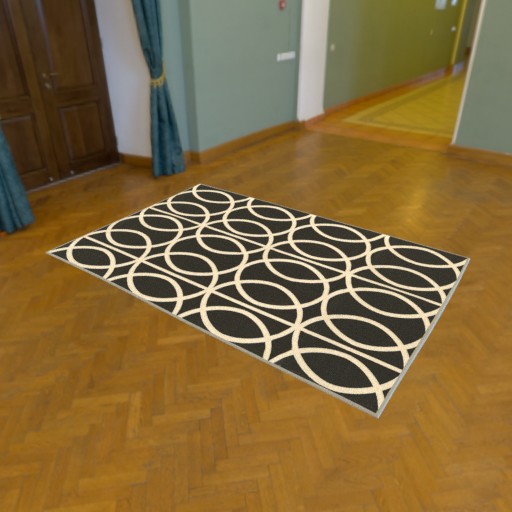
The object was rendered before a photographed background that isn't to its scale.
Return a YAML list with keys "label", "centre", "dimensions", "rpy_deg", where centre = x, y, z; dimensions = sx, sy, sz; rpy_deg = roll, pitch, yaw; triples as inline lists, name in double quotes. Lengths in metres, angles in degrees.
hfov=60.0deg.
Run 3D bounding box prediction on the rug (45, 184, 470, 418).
- label: "rug"
  centre: [0.000, 0.000, 2.855]
  dimensions: [2.294, 0.014, 1.528]
  rpy_deg: [20, 35, 30]
